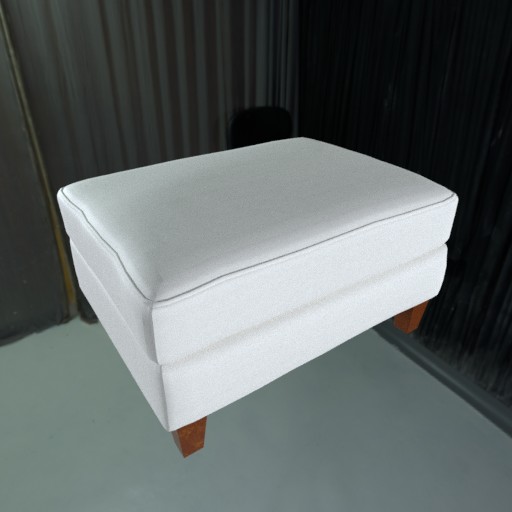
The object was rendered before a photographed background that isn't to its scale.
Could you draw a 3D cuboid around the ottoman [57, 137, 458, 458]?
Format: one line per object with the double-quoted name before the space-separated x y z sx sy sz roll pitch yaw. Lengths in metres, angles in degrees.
"ottoman" 0.000 0.000 1.177 0.818 0.479 0.634 -19 35 -29
